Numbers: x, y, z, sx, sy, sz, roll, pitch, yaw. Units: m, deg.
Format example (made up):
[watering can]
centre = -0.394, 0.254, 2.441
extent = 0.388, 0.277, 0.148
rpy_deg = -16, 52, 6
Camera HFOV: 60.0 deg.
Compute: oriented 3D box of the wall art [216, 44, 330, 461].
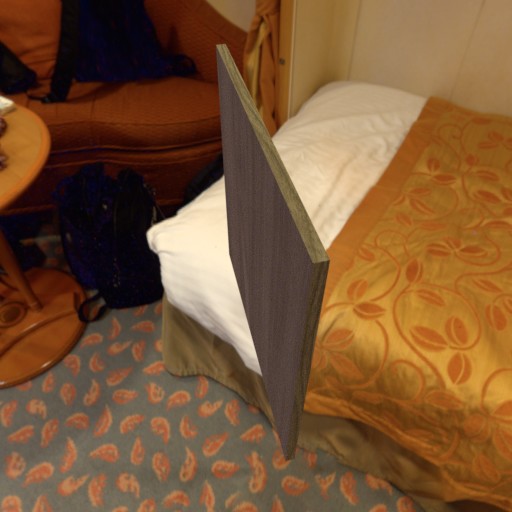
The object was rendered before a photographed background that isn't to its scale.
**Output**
[wall art]
centre = 0.000, 0.000, 0.753
extent = 0.016, 0.507, 0.508
rpy_deg = -10, 47, -9
